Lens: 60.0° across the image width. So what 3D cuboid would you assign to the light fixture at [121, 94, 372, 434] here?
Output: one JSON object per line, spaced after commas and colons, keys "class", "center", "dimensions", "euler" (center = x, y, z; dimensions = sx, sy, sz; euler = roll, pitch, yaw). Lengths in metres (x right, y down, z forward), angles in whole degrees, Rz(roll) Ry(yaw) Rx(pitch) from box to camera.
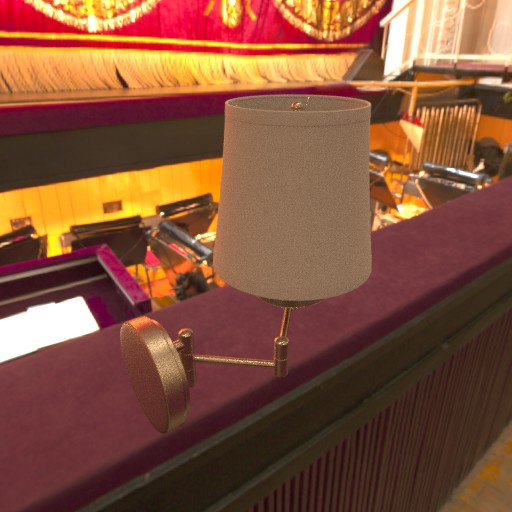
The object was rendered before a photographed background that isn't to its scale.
{"class": "light fixture", "center": [0.000, 0.000, 0.589], "dimensions": [0.348, 0.381, 0.223], "euler": [-17, 31, -32]}
